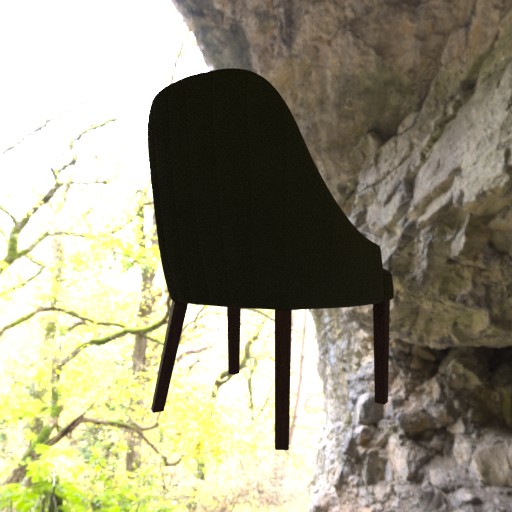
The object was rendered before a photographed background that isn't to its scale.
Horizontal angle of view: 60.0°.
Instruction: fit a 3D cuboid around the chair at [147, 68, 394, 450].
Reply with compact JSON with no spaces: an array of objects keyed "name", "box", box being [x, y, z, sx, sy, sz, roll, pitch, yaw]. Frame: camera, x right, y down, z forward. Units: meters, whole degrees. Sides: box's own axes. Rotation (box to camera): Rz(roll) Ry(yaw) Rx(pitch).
[{"name":"chair","box":[0.000,0.000,1.306,0.643,0.889,0.575,0,0,36]}]
